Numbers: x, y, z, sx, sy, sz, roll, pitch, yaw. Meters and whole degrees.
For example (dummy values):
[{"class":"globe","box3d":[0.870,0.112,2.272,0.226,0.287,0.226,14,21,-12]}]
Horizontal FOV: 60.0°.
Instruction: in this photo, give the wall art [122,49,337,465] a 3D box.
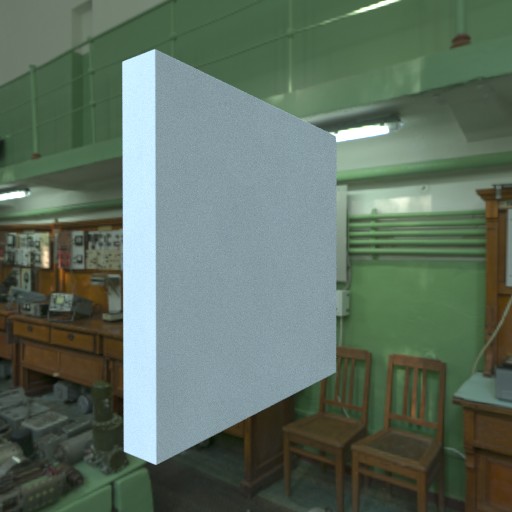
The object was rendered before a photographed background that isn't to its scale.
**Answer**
[{"class":"wall art","box3d":[0.000,0.000,0.459,0.038,0.305,0.305,1,1,36]}]
